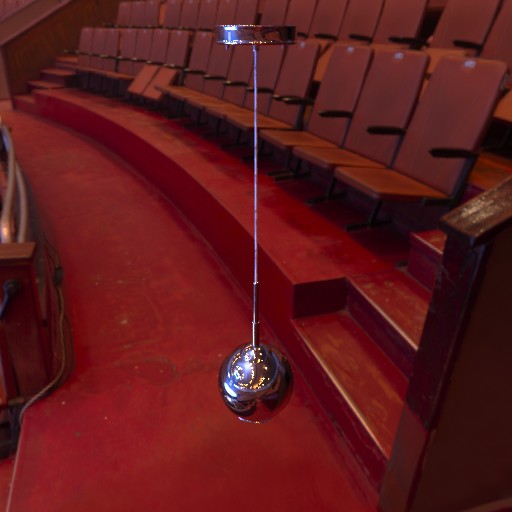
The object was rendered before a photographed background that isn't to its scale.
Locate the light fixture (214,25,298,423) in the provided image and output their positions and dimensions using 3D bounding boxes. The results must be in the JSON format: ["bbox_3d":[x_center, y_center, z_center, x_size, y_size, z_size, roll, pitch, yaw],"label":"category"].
[{"bbox_3d":[0.000,0.000,1.668,0.336,1.538,0.336,-8,28,-16],"label":"light fixture"}]
